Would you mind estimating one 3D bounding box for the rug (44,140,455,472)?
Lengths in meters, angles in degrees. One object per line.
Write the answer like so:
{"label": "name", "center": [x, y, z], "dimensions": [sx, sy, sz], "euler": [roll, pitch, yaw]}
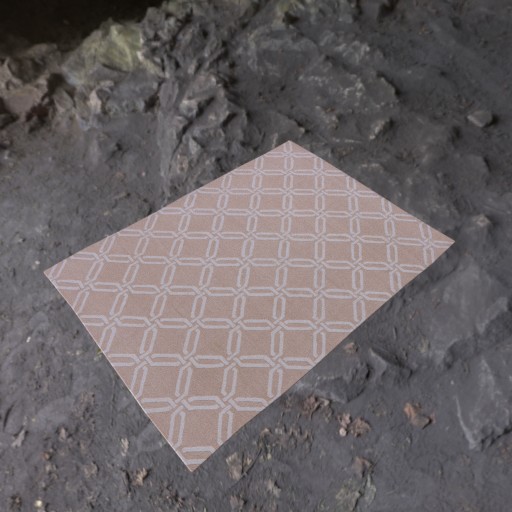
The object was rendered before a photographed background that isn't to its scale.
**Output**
{"label": "rug", "center": [0.000, 0.000, 4.417], "dimensions": [3.365, 0.020, 2.452], "euler": [-34, 56, -26]}
